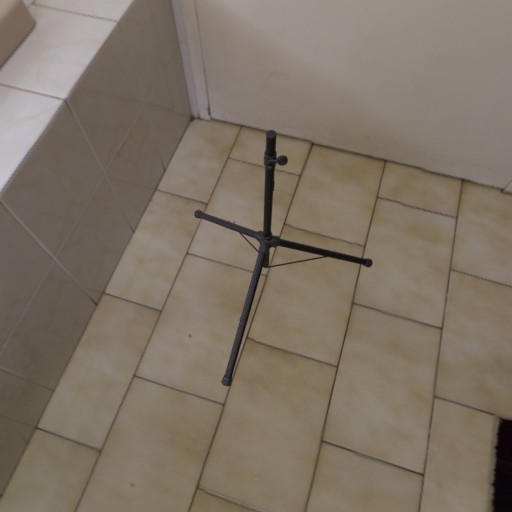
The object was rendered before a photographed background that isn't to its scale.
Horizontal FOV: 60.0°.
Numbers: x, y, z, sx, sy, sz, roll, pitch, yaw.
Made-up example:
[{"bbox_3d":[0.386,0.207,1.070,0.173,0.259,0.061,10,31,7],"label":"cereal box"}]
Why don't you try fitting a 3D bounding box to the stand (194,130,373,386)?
[{"bbox_3d":[0.000,0.000,1.842,1.045,1.136,0.907,18,65,9],"label":"stand"}]
